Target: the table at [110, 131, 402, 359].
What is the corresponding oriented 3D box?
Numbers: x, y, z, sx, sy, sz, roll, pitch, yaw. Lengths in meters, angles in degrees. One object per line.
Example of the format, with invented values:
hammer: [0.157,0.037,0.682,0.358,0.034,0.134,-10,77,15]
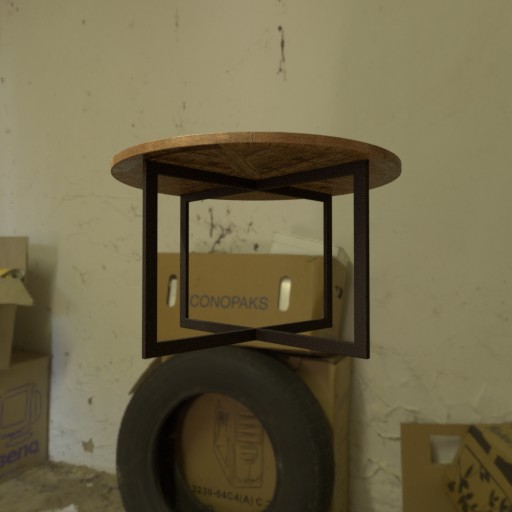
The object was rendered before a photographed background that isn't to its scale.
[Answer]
table: [0.000,0.000,2.019,1.264,0.762,1.264,0,-1,0]
